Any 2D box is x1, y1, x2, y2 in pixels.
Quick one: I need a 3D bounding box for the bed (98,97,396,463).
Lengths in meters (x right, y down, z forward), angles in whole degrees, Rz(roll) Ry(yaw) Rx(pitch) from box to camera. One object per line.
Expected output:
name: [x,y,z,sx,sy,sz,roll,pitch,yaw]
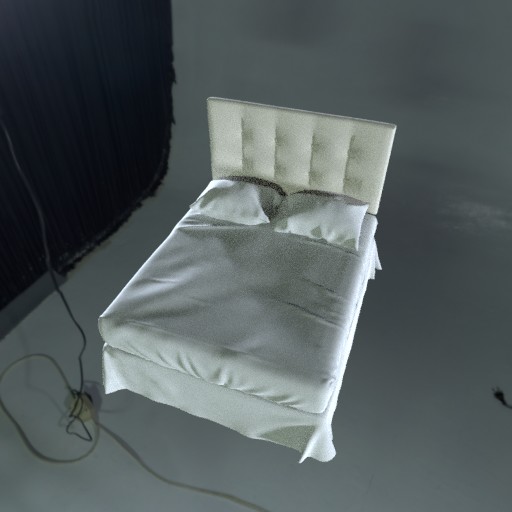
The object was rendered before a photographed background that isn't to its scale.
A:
bed: [0.000,0.000,3.504,1.936,1.577,2.222,14,43,15]
